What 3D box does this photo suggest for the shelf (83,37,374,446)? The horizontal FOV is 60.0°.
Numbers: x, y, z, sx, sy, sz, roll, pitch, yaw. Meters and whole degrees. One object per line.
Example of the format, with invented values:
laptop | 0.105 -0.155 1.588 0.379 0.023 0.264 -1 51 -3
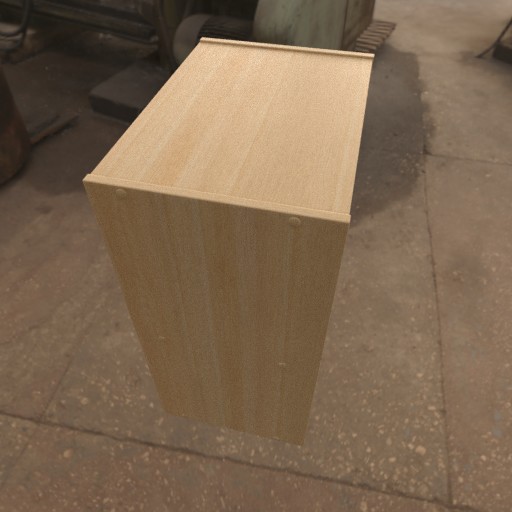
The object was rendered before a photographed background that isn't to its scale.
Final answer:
shelf | 0.000 0.000 0.811 0.290 0.592 0.414 10 48 9
